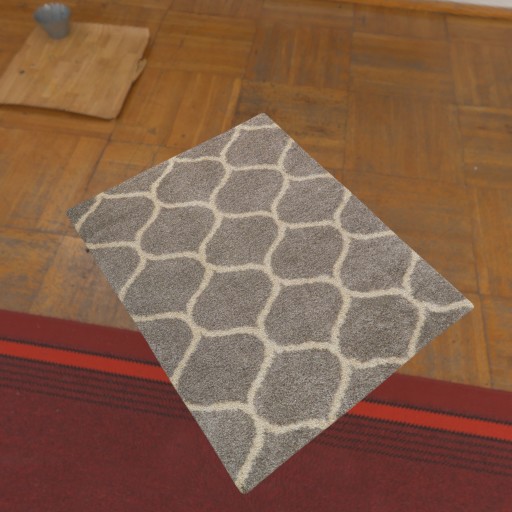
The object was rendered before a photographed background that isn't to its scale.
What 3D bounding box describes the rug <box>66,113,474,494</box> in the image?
[{"bbox_3d":[0.000,0.000,4.010,2.399,0.026,3.000,-32,63,-18],"label":"rug"}]
